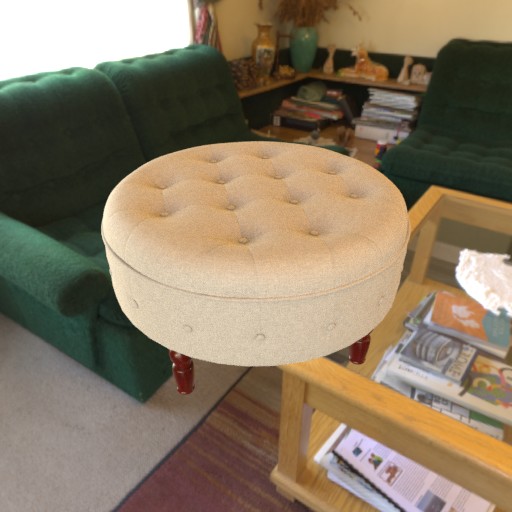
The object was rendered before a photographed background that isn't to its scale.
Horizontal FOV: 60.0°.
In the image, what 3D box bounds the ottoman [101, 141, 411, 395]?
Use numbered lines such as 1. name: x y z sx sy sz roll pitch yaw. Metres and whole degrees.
1. ottoman: 0.000 0.000 1.355 0.849 0.478 0.849 0 33 0
